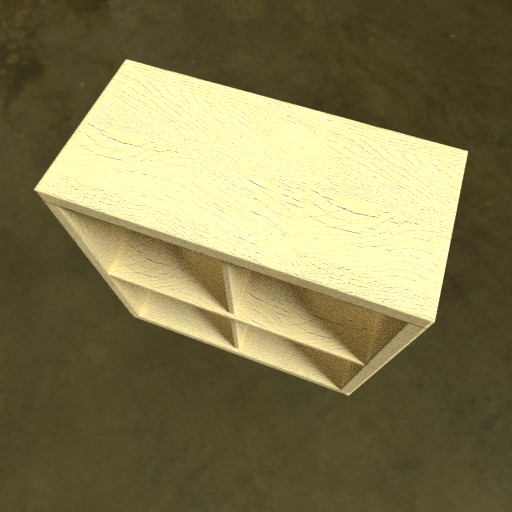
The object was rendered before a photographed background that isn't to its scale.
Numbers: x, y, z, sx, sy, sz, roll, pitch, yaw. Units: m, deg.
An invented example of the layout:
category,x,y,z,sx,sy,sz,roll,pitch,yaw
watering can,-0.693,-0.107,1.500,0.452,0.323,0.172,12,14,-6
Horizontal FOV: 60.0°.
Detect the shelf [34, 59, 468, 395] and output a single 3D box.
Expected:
category,x,y,z,sx,sy,sz,roll,pitch,yaw
shelf,0.000,0.000,1.248,0.790,0.786,0.390,18,65,9
